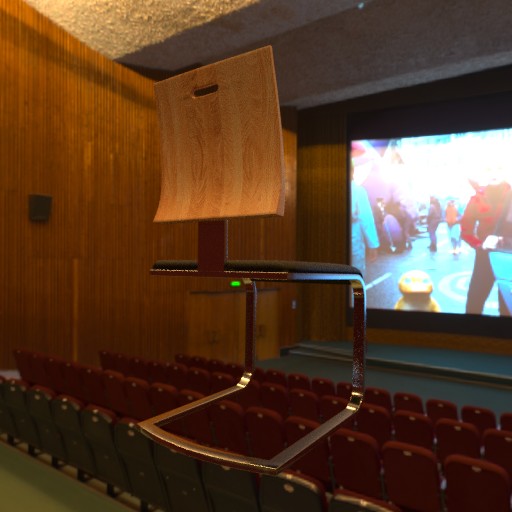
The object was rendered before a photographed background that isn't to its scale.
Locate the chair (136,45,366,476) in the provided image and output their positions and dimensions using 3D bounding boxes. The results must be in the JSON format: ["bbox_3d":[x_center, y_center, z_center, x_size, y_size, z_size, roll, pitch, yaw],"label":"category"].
[{"bbox_3d":[0.000,0.000,1.268,0.462,0.936,0.560,0,0,35],"label":"chair"}]
